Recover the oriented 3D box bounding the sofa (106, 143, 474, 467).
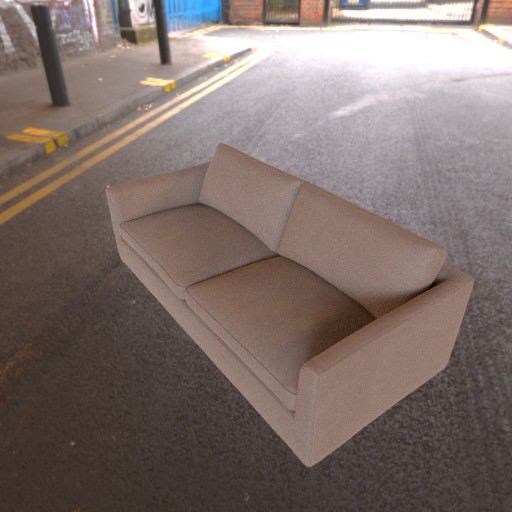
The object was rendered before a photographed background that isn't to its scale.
[{"bbox_3d":[0.000,0.000,2.814,1.090,0.838,2.588,-21,37,-30],"label":"sofa"}]
